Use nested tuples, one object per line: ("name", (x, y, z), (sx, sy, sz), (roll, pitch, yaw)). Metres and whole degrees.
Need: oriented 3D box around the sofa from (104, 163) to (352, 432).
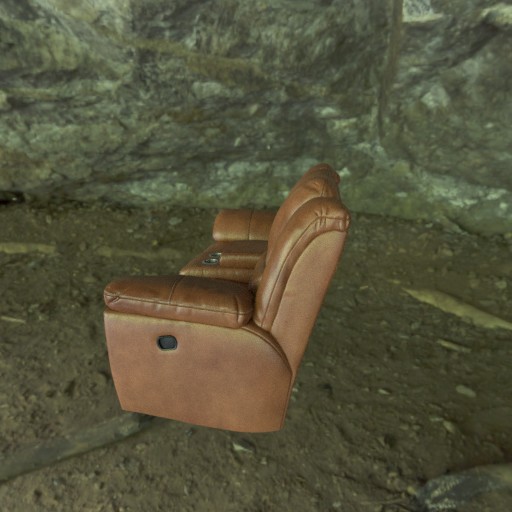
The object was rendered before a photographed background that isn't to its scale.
("sofa", (0.000, 0.000, 2.639), (0.991, 1.043, 2.058), (2, 15, 9))
